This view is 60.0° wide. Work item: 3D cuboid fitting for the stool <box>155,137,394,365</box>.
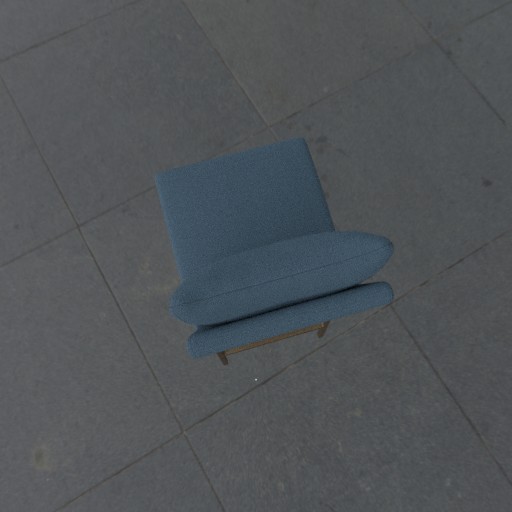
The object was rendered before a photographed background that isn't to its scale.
[{"bbox_3d":[0.000,0.000,1.366,0.463,1.032,0.568,-15,75,-4],"label":"stool"}]
